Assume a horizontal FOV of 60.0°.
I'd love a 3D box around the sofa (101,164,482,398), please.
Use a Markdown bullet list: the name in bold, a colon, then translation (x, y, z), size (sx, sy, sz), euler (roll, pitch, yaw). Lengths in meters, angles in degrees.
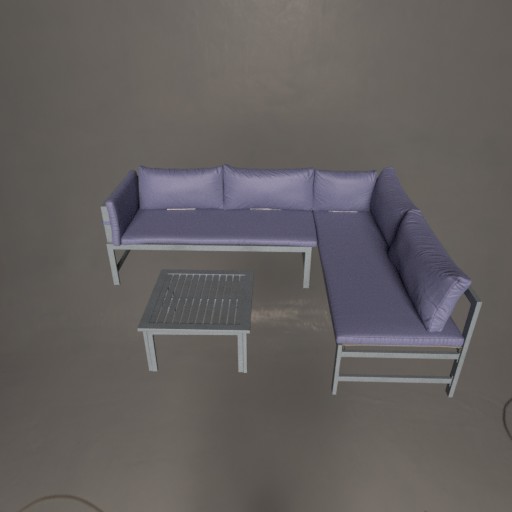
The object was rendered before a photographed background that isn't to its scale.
- **sofa**: translation (0.000, 0.000, 2.920), size (2.149, 0.762, 1.658), euler (1, 30, 1)
